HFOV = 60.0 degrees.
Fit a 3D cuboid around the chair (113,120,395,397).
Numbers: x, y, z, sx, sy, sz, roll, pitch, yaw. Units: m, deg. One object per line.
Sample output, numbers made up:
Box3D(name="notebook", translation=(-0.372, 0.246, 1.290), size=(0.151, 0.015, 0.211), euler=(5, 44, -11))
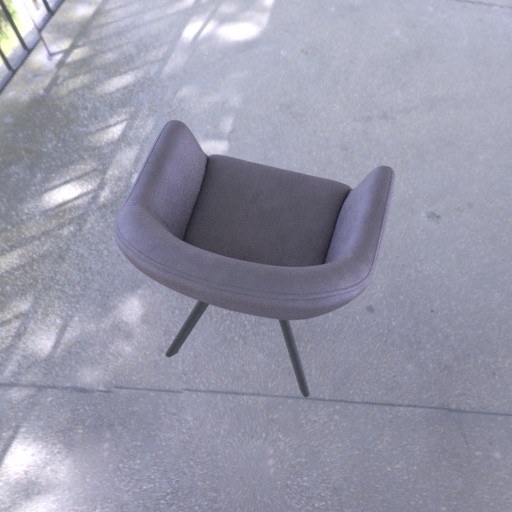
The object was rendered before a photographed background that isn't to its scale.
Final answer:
Box3D(name="chair", translation=(0.000, 0.000, 1.174), size=(0.567, 0.781, 0.544), euler=(14, 64, 7))
